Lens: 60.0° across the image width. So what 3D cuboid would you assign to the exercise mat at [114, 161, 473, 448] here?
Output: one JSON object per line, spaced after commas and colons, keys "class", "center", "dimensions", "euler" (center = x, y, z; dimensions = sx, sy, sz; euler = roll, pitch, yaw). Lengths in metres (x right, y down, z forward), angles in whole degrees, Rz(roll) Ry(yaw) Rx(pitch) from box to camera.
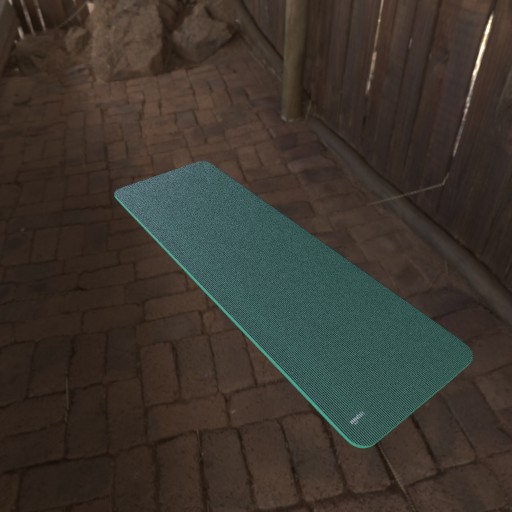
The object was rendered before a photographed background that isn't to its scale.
{"class": "exercise mat", "center": [0.000, 0.000, 2.035], "dimensions": [0.616, 0.021, 1.869], "euler": [-26, 46, -28]}
